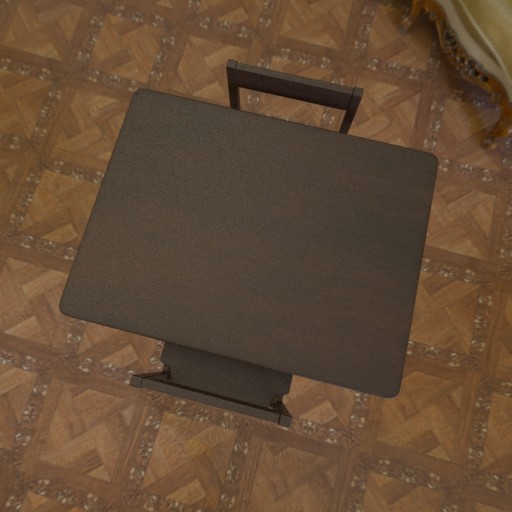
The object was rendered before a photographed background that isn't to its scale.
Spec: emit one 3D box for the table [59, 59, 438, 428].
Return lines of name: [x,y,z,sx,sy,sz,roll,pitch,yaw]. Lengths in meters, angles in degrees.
table: [0.000,0.000,1.076,0.650,0.503,0.672,14,77,3]
